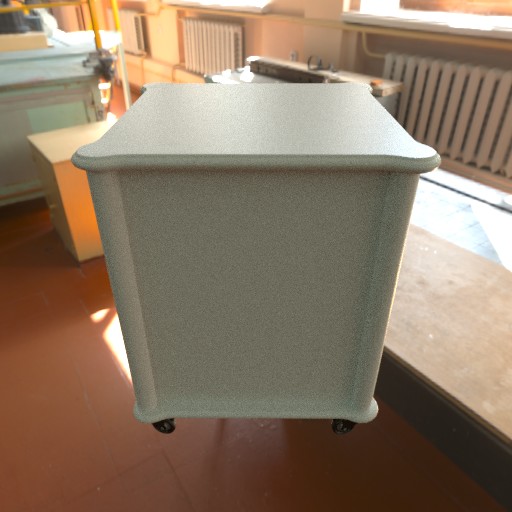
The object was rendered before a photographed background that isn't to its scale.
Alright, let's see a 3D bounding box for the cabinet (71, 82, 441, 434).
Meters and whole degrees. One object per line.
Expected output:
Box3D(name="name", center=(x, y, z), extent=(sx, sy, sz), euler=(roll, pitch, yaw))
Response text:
Box3D(name="cabinet", center=(0.000, 0.000, 1.178), extent=(0.627, 0.761, 0.628), euler=(0, 32, 0))
